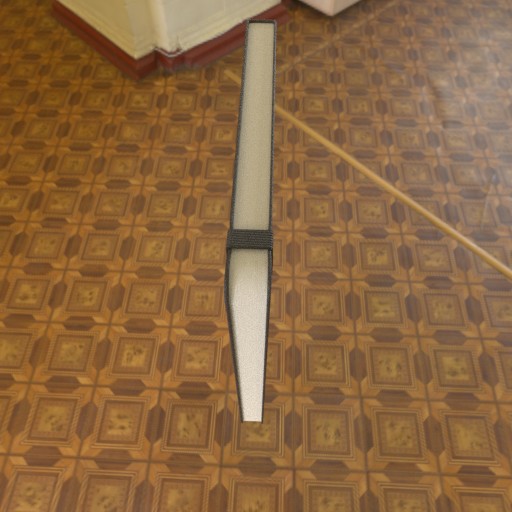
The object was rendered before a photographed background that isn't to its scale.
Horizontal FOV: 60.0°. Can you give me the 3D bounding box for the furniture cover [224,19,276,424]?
[{"bbox_3d":[0.000,0.000,0.372,0.023,0.281,0.216,2,58,1],"label":"furniture cover"}]
